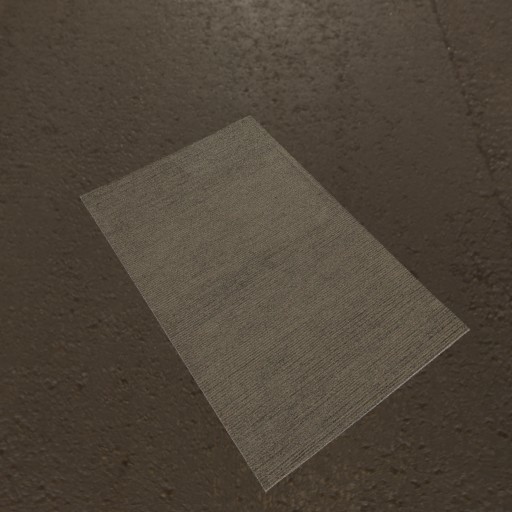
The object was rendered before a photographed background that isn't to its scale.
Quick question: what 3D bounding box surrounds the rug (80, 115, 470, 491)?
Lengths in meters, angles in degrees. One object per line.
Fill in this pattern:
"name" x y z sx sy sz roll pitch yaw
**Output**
"rug" 0.000 0.000 2.228 1.149 0.021 1.773 -30 62 -18
